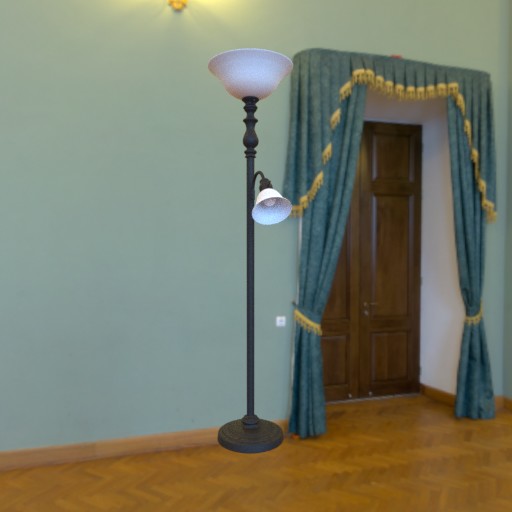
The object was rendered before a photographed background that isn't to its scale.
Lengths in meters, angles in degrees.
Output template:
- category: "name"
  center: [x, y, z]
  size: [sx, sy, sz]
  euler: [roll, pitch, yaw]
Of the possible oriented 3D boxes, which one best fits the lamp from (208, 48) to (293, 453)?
- category: "lamp"
  center: [0.000, 0.000, 2.046]
  size: [0.405, 1.793, 0.588]
  euler: [0, 1, -17]
